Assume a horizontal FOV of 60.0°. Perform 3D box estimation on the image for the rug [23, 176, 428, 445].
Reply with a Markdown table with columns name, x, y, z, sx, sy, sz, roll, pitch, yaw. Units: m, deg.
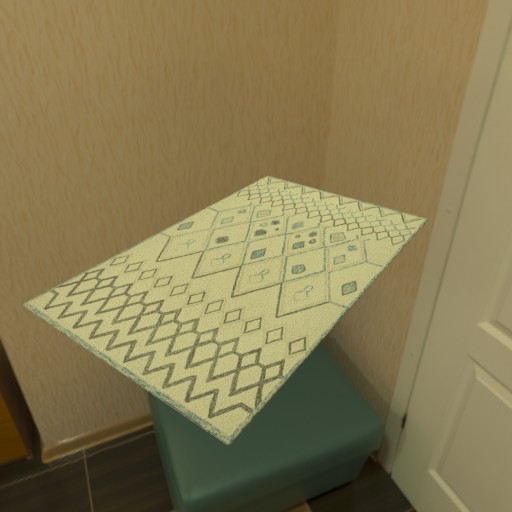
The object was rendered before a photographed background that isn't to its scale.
| name | x | y | z | sx | sy | sz | roll | pitch | yaw |
| --- | --- | --- | --- | --- | --- | --- | --- | --- | --- |
| rug | 0.000 | 0.000 | 2.985 | 1.524 | 0.015 | 2.439 | 21 | 38 | 30 |
